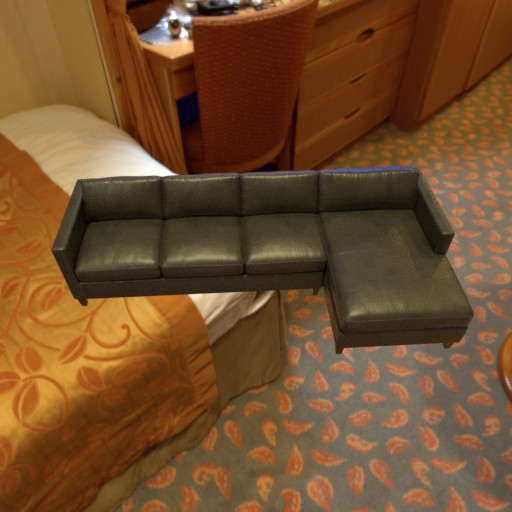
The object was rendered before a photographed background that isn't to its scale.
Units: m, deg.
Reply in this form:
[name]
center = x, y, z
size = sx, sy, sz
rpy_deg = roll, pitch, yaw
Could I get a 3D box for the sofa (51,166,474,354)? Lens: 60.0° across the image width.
[sofa]
center = 0.000, 0.000, 3.795
size = 3.203, 0.883, 1.581
rpy_deg = -2, 46, -2
